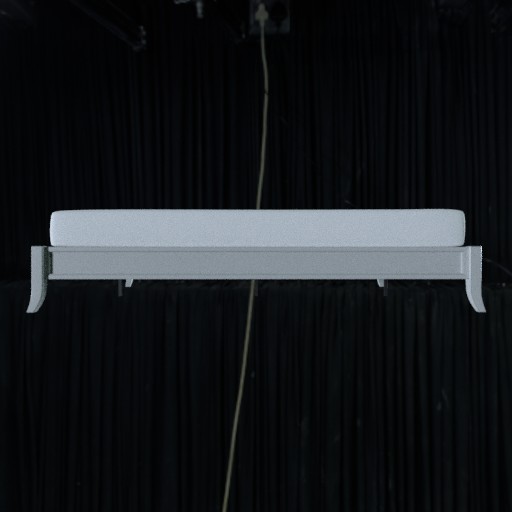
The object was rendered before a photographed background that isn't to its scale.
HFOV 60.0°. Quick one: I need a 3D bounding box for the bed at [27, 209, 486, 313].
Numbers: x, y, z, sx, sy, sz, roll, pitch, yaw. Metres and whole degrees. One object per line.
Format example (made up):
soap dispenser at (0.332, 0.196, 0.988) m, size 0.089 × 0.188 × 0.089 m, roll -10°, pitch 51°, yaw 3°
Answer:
bed at (0.000, 0.000, 2.832) m, size 2.108 × 0.510 × 1.604 m, roll 0°, pitch 0°, yaw 0°
